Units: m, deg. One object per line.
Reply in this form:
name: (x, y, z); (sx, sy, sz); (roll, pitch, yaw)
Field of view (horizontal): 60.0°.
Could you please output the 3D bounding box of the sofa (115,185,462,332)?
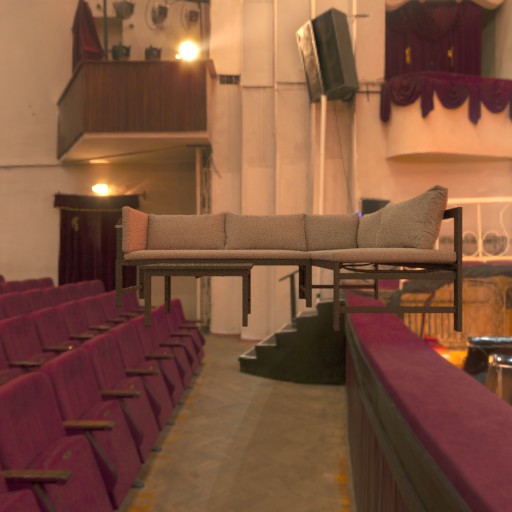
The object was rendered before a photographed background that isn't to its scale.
sofa: (0.000, 0.000, 3.066); (2.096, 0.758, 1.658); (0, 0, 1)
